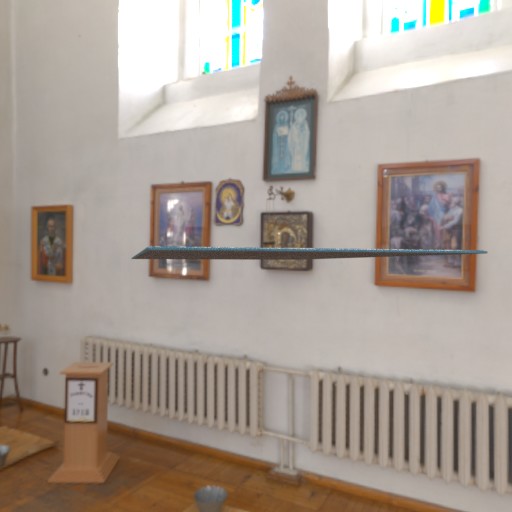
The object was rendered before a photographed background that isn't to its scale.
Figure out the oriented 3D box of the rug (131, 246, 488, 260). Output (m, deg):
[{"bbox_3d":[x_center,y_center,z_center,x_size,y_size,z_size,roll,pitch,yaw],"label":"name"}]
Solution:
[{"bbox_3d":[0.000,0.000,3.470,1.816,0.018,2.746,0,-1,-17],"label":"rug"}]
